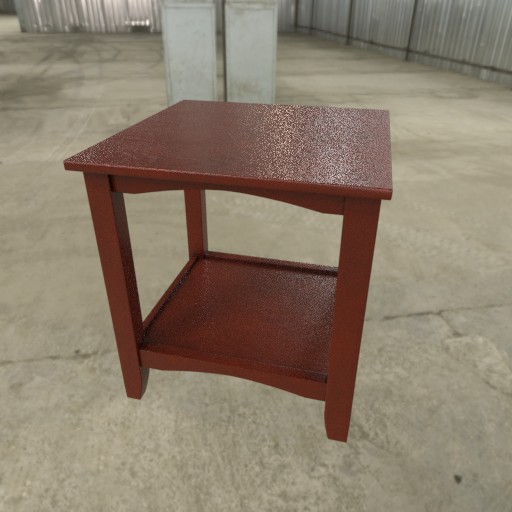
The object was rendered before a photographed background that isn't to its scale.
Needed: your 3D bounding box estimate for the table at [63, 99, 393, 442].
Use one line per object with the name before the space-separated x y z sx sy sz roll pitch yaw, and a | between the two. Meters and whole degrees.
table | 0.000 0.000 0.993 0.523 0.558 0.522 8 31 14
